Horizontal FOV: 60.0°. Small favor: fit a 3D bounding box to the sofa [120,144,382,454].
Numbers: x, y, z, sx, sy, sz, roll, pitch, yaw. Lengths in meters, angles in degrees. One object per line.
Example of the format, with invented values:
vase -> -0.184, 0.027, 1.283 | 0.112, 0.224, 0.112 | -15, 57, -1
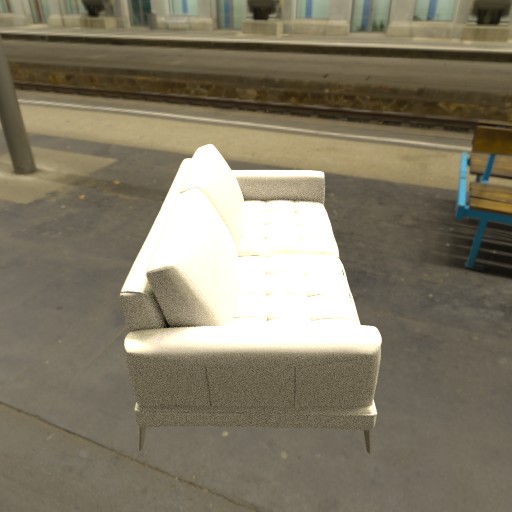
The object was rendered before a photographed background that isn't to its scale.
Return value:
sofa -> 0.000, 0.000, 2.766 | 1.121, 0.930, 2.177 | 0, 30, 1
